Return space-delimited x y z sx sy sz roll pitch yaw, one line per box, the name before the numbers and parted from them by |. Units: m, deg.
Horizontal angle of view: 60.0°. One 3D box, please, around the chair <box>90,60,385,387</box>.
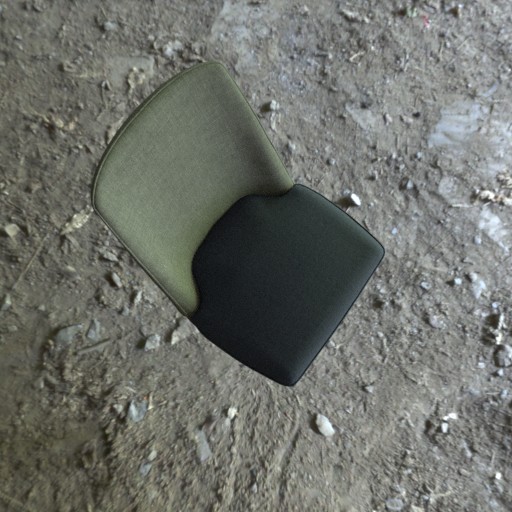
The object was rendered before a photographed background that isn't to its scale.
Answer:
chair | 0.000 0.000 1.155 0.550 0.855 0.488 36 78 9
